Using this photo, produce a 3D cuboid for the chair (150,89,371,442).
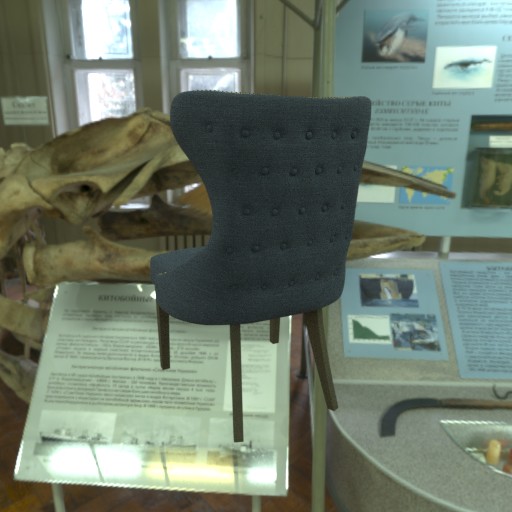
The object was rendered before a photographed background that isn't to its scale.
[{"bbox_3d":[0.000,0.000,1.444,0.628,0.967,0.635,-7,16,-26],"label":"chair"}]
